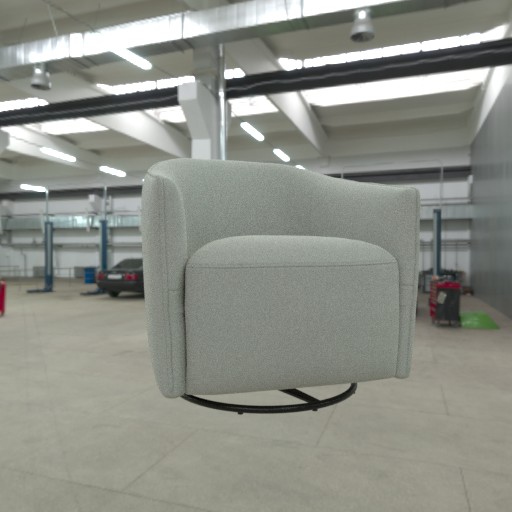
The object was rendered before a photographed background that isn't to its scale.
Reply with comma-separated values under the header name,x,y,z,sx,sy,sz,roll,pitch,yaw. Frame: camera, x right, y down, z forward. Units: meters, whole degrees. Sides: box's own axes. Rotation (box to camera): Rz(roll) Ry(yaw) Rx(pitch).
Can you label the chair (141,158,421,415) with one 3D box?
name,x,y,z,sx,sy,sz,roll,pitch,yaw
chair,0.000,0.000,1.483,0.747,0.799,0.875,0,0,-16
